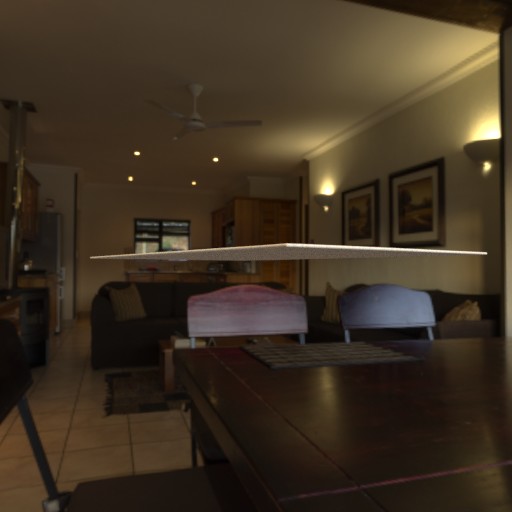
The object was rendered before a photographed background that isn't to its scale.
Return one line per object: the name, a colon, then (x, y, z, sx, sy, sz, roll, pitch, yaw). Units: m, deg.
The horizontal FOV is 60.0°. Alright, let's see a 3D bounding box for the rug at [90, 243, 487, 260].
rug: (0.000, 0.000, 3.059, 1.531, 0.014, 2.441, 1, -2, -37)
